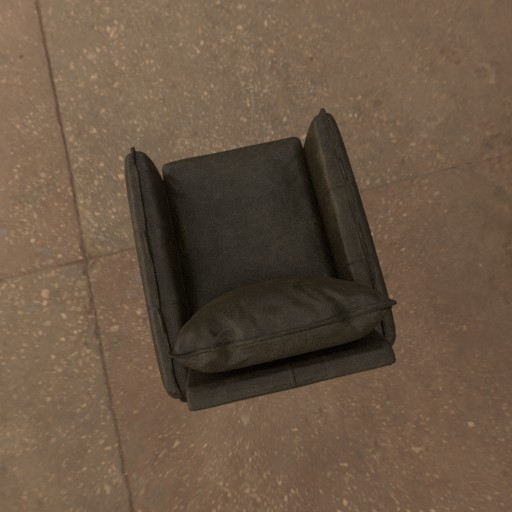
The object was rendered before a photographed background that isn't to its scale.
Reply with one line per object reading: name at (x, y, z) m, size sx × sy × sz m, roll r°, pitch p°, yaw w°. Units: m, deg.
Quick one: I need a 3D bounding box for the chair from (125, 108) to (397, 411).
chair at (0.000, 0.000, 1.618) m, size 0.830 × 0.921 × 0.921 m, roll -12°, pitch 76°, yaw -3°
